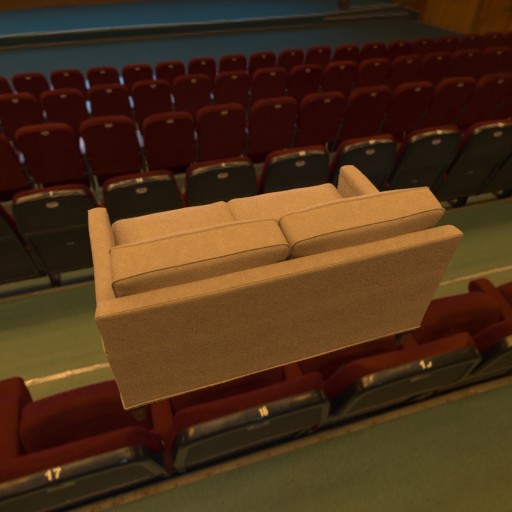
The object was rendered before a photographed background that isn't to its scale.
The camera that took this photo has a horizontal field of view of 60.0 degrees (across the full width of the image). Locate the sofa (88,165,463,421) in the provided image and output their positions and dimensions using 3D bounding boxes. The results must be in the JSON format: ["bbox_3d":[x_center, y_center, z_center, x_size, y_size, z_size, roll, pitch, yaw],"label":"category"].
[{"bbox_3d":[0.000,0.000,2.293,1.597,1.002,1.084,-12,42,-14],"label":"sofa"}]
